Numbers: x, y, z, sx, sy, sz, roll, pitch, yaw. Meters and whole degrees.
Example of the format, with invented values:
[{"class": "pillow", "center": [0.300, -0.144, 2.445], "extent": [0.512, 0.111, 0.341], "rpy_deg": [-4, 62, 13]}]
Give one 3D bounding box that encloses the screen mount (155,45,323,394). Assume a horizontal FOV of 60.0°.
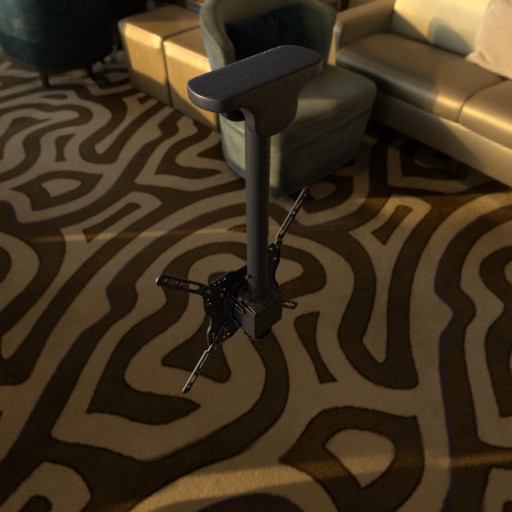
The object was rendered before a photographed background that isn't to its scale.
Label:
[{"class": "screen mount", "center": [0.000, 0.000, 0.864], "extent": [0.393, 0.729, 0.090], "rpy_deg": [-33, 54, -29]}]
